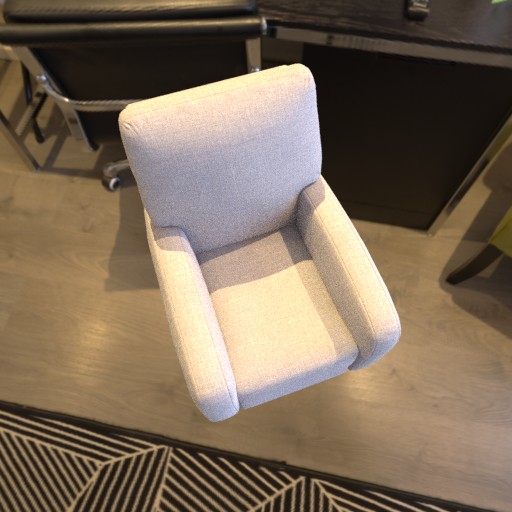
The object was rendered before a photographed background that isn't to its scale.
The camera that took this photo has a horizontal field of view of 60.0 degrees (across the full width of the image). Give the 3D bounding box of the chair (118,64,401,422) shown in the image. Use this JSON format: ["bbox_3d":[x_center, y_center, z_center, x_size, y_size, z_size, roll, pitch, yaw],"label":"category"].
[{"bbox_3d":[0.000,0.000,1.686,0.762,0.990,0.990,-18,65,-8],"label":"chair"}]
